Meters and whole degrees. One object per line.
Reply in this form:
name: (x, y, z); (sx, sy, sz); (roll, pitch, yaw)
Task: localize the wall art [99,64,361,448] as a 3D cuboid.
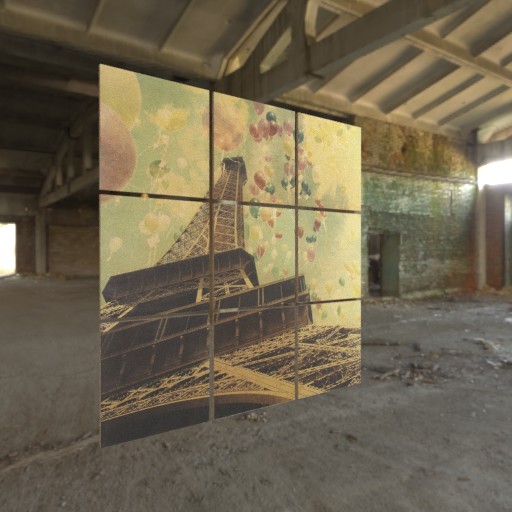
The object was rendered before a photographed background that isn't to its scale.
wall art: (0.000, 0.000, 1.762); (1.219, 1.218, 0.013); (0, 0, -36)
